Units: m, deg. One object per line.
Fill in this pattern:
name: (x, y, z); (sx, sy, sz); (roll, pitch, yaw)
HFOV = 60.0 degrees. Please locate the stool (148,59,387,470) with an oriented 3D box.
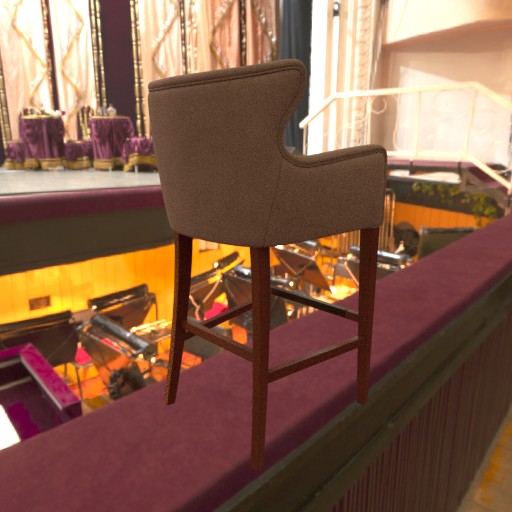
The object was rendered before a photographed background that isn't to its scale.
stool: (0.000, 0.000, 1.389); (0.575, 1.047, 0.575); (-14, 20, -43)
